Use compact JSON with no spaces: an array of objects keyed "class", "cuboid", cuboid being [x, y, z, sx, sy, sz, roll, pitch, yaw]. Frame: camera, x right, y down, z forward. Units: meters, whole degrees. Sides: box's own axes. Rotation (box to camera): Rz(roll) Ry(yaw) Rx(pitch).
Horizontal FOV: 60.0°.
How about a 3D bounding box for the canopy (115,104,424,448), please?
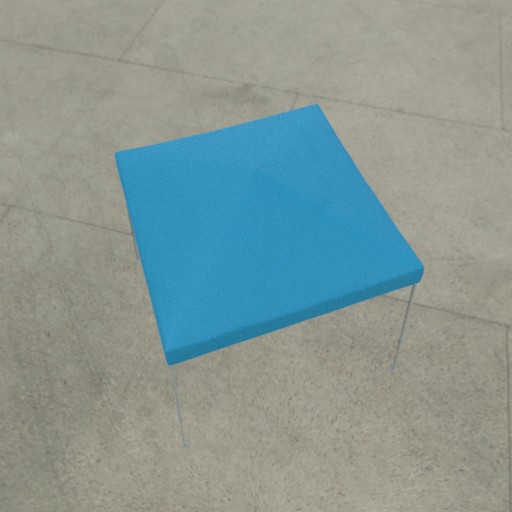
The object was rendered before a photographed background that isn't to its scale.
[{"class":"canopy","cuboid":[0.000,0.000,5.068,2.850,2.850,2.849,-17,59,-10]}]
